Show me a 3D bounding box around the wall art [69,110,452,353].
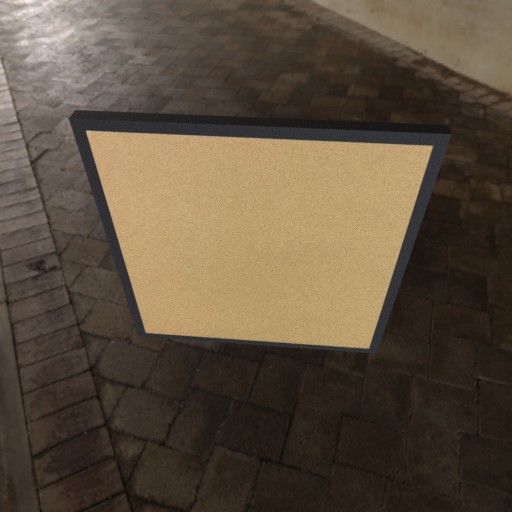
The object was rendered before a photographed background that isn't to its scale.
[{"bbox_3d":[0.000,0.000,1.158,0.762,0.760,0.037,3,45,3],"label":"wall art"}]
